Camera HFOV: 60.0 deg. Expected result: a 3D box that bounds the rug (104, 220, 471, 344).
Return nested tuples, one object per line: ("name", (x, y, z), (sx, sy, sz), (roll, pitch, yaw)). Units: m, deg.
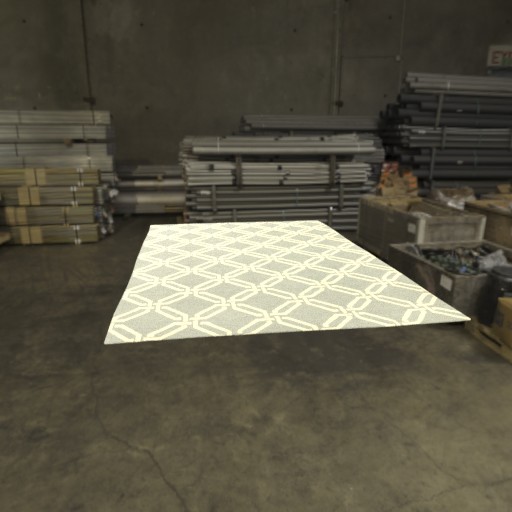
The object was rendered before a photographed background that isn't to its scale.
("rug", (0.000, 0.000, 2.170), (1.148, 0.010, 1.754), (-2, 15, -8))
